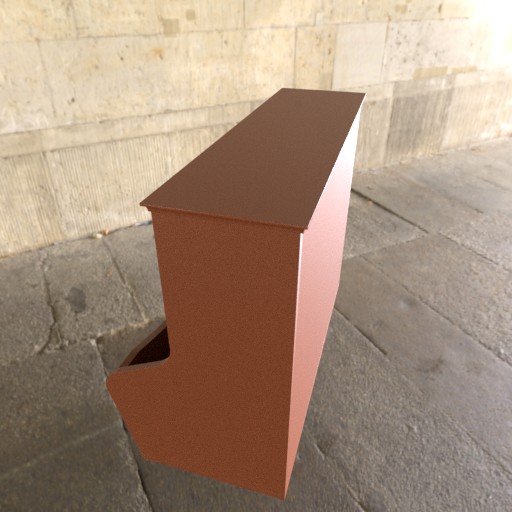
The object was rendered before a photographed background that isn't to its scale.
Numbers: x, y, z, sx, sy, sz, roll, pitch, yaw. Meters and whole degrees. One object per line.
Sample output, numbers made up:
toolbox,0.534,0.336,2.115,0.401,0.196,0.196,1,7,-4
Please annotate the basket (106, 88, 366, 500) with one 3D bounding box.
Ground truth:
basket,0.000,0.000,1.077,0.376,0.625,0.792,9,33,14
